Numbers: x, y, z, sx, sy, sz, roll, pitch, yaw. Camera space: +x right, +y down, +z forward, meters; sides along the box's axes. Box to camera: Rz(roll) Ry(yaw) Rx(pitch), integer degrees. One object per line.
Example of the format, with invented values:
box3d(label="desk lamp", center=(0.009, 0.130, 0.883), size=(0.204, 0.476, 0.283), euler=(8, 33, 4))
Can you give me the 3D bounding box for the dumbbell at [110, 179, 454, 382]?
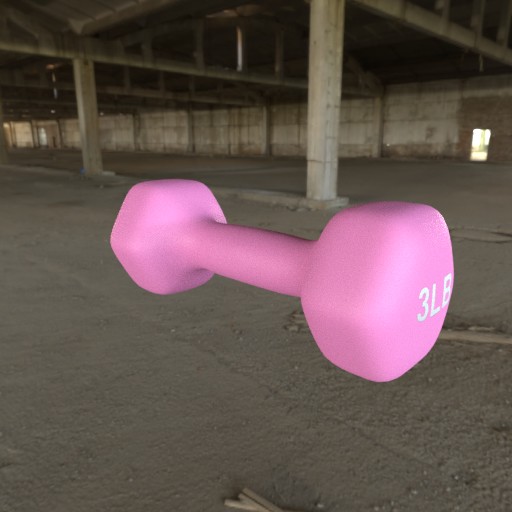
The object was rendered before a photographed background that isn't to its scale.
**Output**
box3d(label="dumbbell", center=(0.000, 0.000, 0.194), size=(0.159, 0.058, 0.064), euler=(14, 20, 42))
